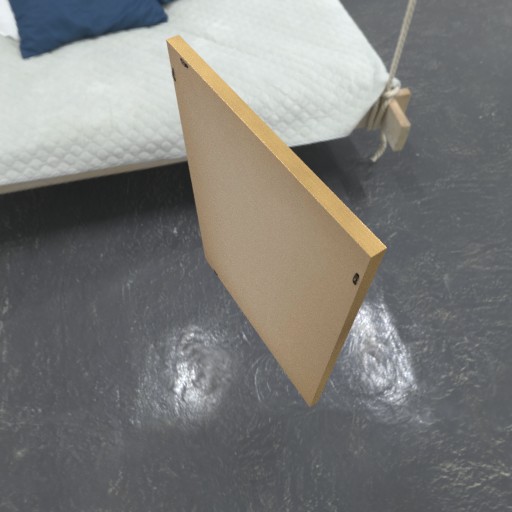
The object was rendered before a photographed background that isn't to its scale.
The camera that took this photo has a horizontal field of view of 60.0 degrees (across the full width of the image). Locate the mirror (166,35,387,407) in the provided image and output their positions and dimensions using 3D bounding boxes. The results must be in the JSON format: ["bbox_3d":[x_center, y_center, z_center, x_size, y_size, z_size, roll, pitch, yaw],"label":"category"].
[{"bbox_3d":[0.000,0.000,1.355,0.041,1.016,0.762,-29,62,-17],"label":"mirror"}]
